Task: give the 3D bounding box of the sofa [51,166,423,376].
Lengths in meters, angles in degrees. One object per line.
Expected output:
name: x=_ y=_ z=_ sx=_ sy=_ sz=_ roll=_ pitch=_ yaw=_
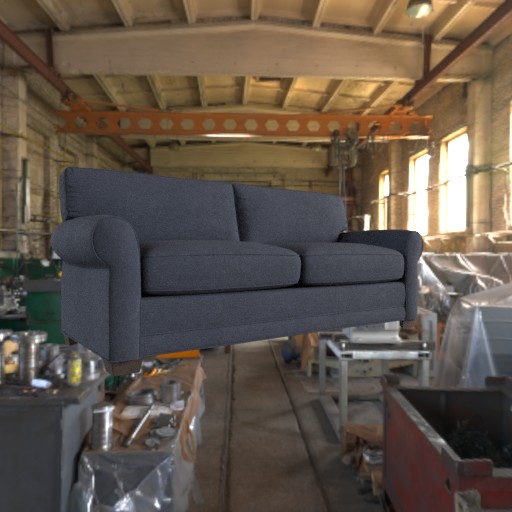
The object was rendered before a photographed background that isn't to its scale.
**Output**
sofa: x=0.000 y=0.000 z=2.883 sx=2.391 sy=1.026 sz=0.954 roll=0 pitch=1 yaw=-36
